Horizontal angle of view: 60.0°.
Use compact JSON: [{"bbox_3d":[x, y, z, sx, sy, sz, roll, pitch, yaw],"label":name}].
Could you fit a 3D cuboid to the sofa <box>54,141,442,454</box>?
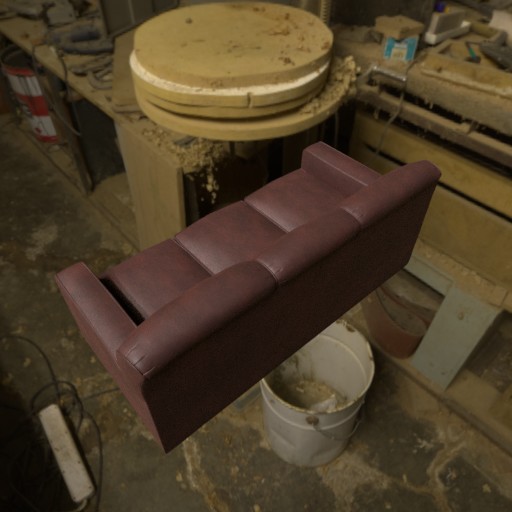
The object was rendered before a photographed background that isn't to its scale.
[{"bbox_3d":[0.000,0.000,2.630,2.039,0.953,1.008,-32,53,-27],"label":"sofa"}]
